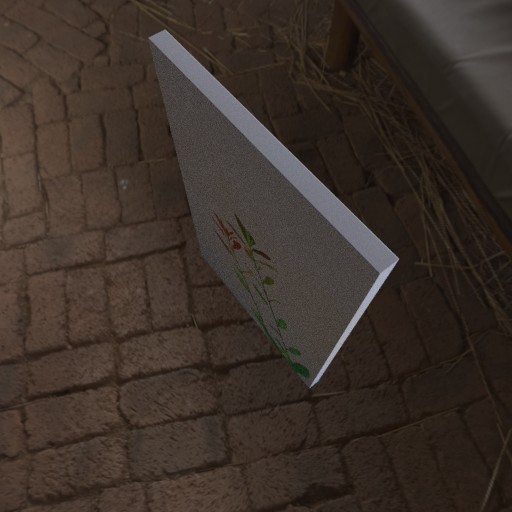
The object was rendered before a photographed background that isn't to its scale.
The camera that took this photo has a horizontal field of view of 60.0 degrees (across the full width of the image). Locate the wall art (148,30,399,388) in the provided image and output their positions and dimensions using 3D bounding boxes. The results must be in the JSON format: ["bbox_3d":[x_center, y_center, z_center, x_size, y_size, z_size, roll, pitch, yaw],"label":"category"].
[{"bbox_3d":[0.000,0.000,1.139,0.039,0.915,0.612,-35,69,-16],"label":"wall art"}]
